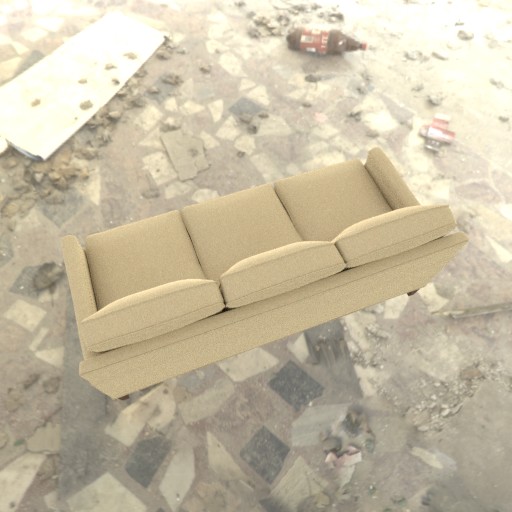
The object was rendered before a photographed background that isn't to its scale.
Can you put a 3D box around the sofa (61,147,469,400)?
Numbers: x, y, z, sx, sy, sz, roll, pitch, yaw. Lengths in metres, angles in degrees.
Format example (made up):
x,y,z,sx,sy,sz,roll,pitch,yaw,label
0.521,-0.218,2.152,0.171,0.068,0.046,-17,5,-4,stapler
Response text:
x,y,z,sx,sy,sz,roll,pitch,yaw,label
0.000,0.000,2.823,2.246,1.003,1.084,-18,60,-11,sofa
